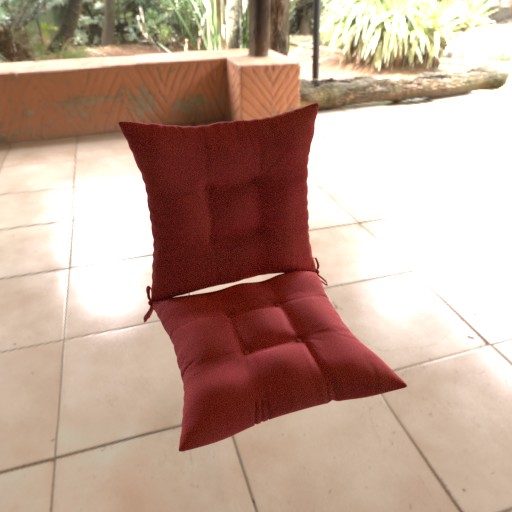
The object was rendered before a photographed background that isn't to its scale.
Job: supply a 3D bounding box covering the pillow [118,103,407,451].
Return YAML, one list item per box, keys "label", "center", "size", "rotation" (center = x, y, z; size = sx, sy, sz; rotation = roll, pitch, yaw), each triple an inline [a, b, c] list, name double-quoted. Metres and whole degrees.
- label: "pillow"
  center: [0.000, 0.000, 1.020]
  size: [0.541, 0.536, 0.585]
  rotation: [-10, 34, -15]
